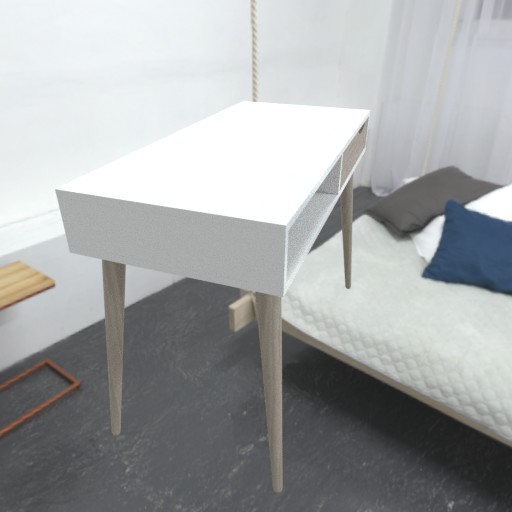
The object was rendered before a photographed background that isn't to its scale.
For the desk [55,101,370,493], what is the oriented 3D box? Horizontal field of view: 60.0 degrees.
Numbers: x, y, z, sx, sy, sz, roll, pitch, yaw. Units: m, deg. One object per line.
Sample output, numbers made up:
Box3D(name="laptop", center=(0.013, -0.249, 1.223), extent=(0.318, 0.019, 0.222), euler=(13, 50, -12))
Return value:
Box3D(name="desk", center=(0.000, 0.000, 1.367), extent=(0.491, 0.723, 0.979), euler=(10, 31, 18))
